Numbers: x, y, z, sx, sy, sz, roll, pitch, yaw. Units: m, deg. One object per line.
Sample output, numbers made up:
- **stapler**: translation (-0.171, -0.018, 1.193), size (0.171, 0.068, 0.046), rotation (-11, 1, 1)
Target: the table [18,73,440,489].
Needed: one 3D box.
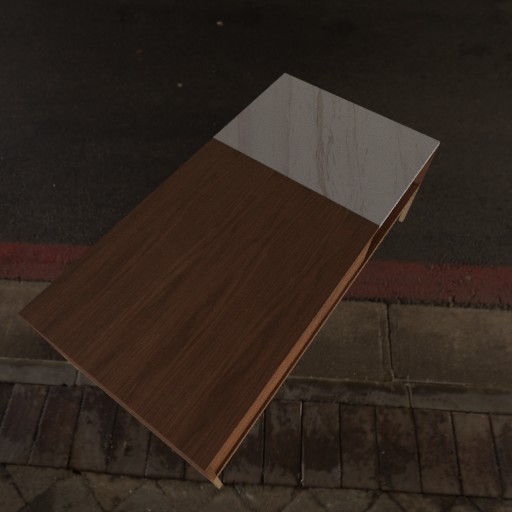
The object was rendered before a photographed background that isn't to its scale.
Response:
- **table**: translation (0.000, 0.000, 1.887), size (0.789, 0.551, 1.553), rotation (32, 63, 18)
